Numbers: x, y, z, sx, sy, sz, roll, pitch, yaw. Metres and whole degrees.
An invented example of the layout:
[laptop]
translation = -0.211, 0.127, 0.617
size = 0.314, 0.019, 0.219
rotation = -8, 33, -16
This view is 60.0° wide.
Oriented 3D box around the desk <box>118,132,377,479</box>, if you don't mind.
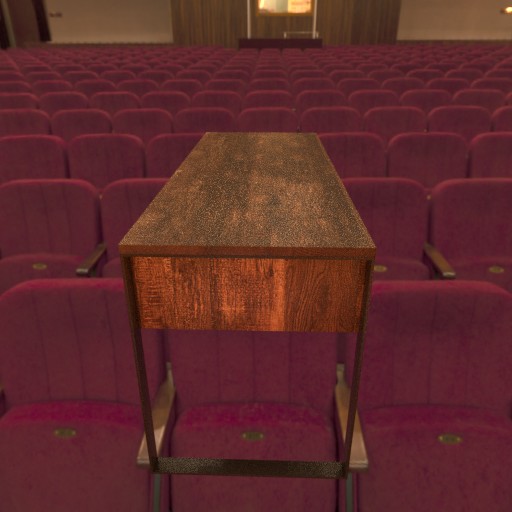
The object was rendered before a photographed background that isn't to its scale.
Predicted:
[desk]
translation = 0.000, 0.000, 1.869
size = 0.599, 0.762, 1.524
rotation = 1, 25, 2
